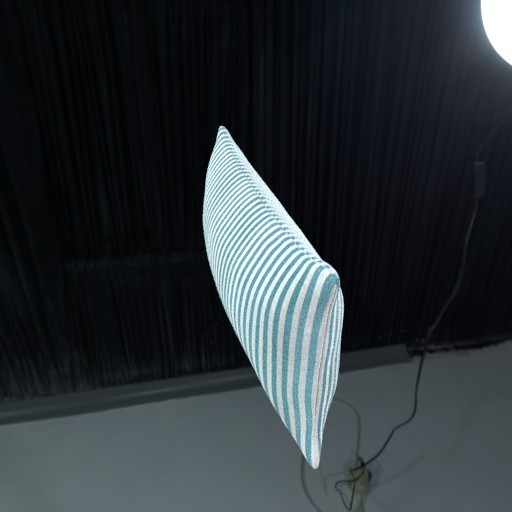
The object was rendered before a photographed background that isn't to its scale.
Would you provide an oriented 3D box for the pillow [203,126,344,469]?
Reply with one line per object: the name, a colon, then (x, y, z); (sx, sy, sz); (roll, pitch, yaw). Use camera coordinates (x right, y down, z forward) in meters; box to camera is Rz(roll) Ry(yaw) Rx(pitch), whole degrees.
pillow: (0.000, 0.000, 0.747); (0.151, 0.295, 0.617); (-7, 31, -12)
